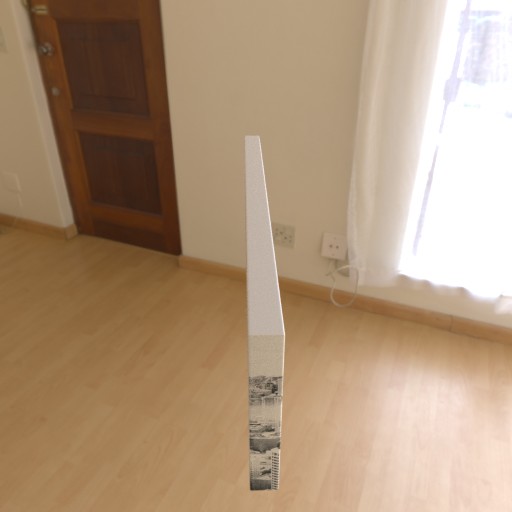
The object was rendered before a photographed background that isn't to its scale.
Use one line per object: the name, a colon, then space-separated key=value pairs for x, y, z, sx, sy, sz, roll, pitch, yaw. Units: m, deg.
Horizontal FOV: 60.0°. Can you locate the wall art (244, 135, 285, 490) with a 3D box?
wall art: x=0.000 y=0.000 z=0.835 sx=0.038 sy=0.255 sz=0.763 roll=-1 pitch=30 yaw=-1
